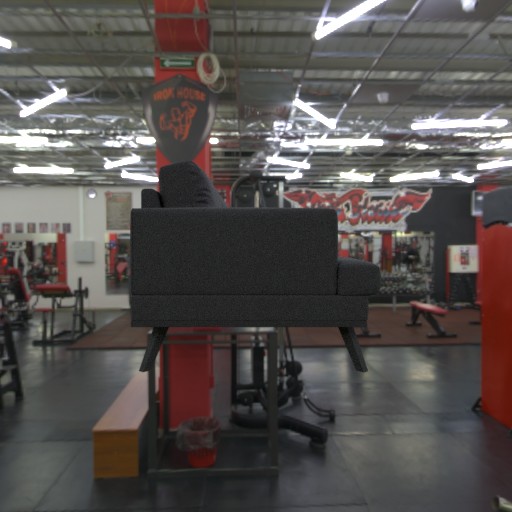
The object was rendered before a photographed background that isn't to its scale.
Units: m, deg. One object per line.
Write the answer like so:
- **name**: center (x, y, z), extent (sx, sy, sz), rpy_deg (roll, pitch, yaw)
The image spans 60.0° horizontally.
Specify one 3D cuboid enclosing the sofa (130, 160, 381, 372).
- **sofa**: center (0.000, 0.000, 2.741), extent (0.920, 0.810, 2.310), rpy_deg (0, 1, 0)
